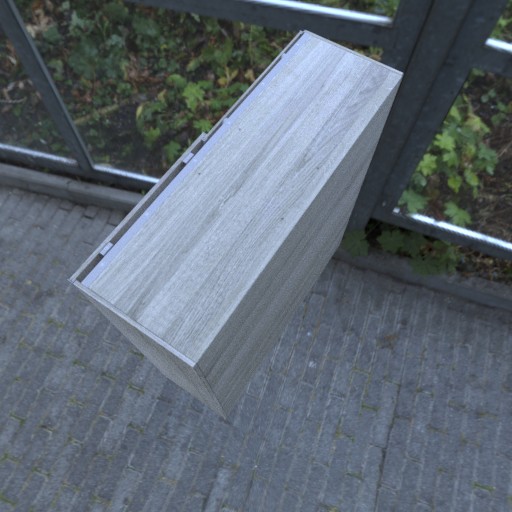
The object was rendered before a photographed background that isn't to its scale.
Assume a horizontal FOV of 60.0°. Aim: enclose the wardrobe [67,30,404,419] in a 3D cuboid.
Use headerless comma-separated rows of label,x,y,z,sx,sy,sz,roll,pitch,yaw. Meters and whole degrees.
wardrobe,0.000,0.000,2.893,0.629,1.960,1.780,31,68,14
